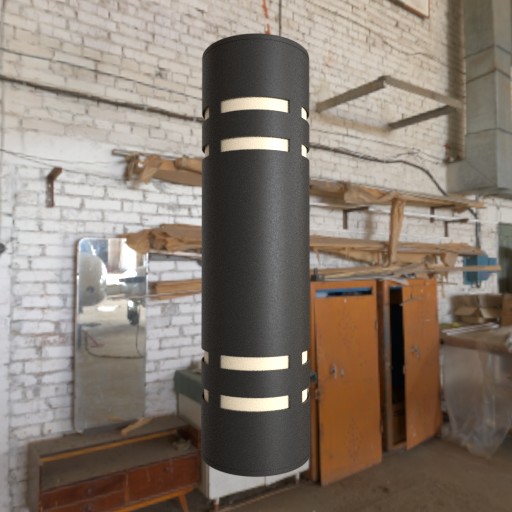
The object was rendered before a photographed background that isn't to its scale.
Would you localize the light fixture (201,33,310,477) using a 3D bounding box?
[{"bbox_3d":[0.000,0.000,0.403,0.105,0.330,0.149,0,-1,1],"label":"light fixture"}]
